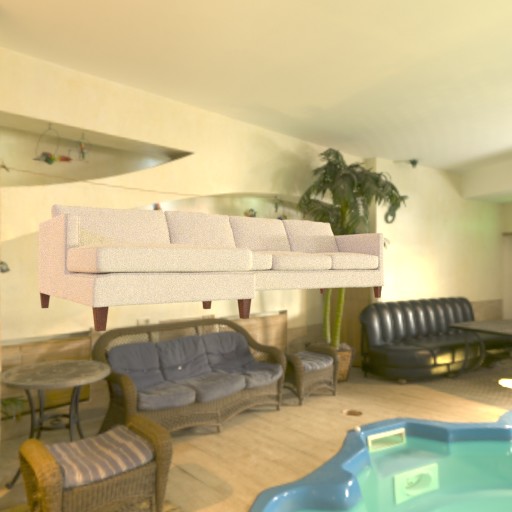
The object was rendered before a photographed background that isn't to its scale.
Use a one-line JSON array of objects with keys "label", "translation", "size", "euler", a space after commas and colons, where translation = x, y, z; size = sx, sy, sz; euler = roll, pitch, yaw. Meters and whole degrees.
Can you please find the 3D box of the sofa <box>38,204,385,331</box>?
[{"label": "sofa", "translation": [0.000, 0.000, 3.842], "size": [3.186, 0.846, 1.625], "euler": [1, -1, -36]}]
